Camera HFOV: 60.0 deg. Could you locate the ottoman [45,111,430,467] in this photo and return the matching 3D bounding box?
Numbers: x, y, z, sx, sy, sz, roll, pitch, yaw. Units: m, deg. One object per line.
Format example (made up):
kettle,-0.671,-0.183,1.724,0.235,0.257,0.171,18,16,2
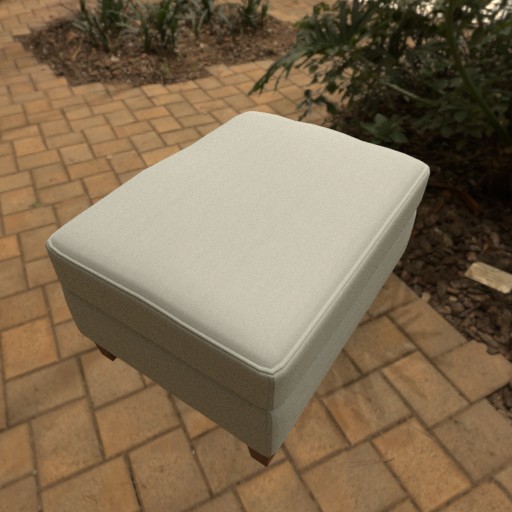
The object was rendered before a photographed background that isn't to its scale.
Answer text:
ottoman,0.000,0.000,1.213,0.634,0.496,0.818,24,48,24
